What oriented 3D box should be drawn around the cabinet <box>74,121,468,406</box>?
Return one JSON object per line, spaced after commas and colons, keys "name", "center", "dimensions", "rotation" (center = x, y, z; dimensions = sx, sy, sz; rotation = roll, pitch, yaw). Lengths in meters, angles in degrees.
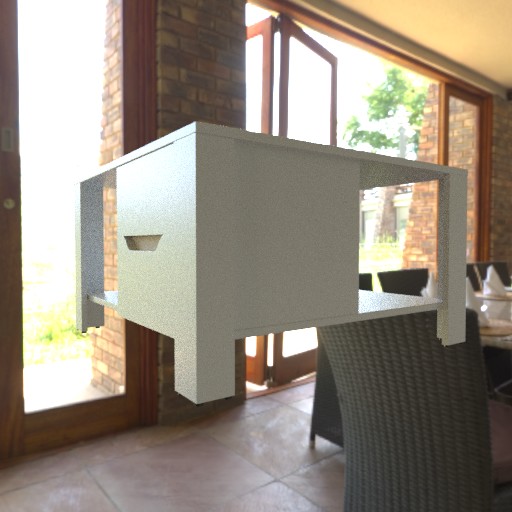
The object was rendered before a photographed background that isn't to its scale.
{"name": "cabinet", "center": [0.000, 0.000, 1.266], "dimensions": [0.800, 0.460, 0.800], "rotation": [-1, 2, -35]}
